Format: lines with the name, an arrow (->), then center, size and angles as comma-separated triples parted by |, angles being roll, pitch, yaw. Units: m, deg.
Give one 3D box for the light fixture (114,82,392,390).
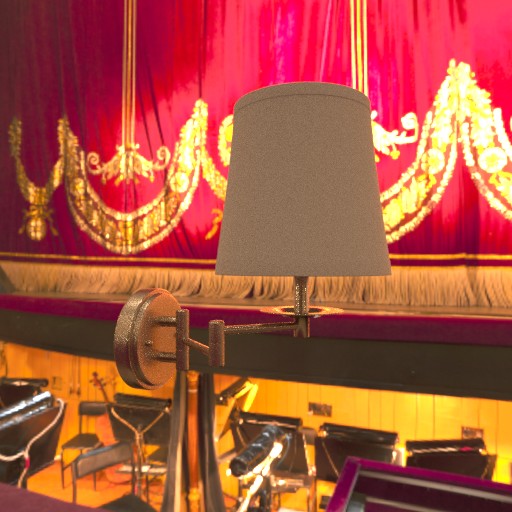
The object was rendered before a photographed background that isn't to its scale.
light fixture -> 0.000, 0.000, 0.594 | 0.348, 0.381, 0.223 | 0, -1, 19
